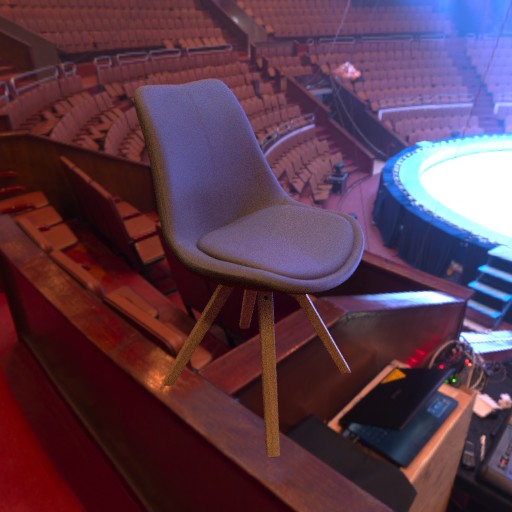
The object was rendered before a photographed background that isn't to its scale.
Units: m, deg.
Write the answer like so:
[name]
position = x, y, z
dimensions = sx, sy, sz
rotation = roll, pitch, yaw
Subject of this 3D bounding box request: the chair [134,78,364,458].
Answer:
[chair]
position = 0.000, 0.000, 1.215
dimensions = 0.547, 0.865, 0.483
rotation = 19, 32, 33
